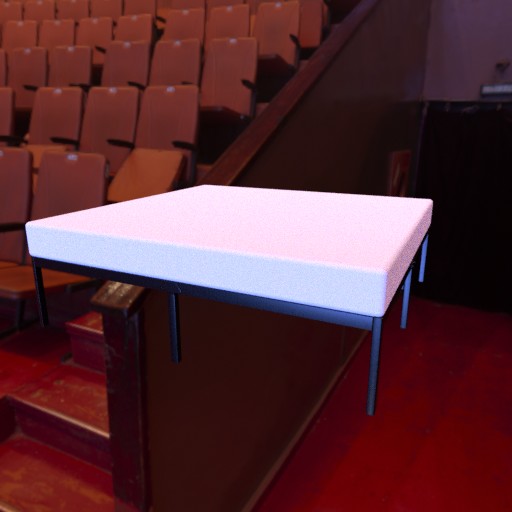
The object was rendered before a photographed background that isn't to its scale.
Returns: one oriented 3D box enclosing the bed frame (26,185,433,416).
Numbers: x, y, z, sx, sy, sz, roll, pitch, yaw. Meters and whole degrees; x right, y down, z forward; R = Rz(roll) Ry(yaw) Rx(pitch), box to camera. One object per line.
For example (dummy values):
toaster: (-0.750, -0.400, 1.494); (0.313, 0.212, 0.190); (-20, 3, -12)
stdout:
bed frame: (0.000, 0.000, 3.075); (2.079, 0.659, 1.963); (8, 18, 25)
